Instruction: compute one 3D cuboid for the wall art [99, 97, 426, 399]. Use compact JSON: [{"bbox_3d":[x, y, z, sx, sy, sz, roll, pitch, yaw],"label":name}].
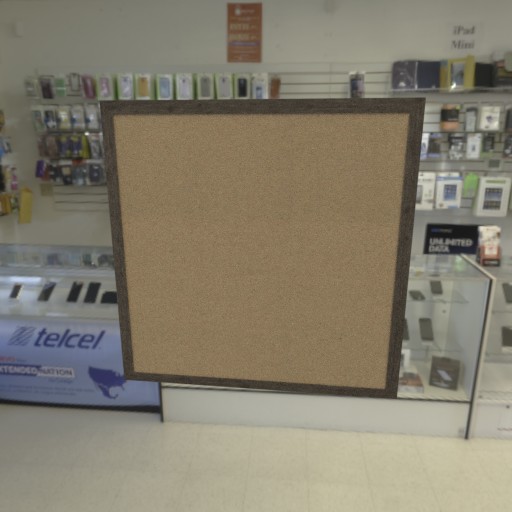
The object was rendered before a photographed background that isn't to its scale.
[{"bbox_3d":[0.000,0.000,0.684,0.457,0.457,0.013,2,16,7],"label":"wall art"}]
